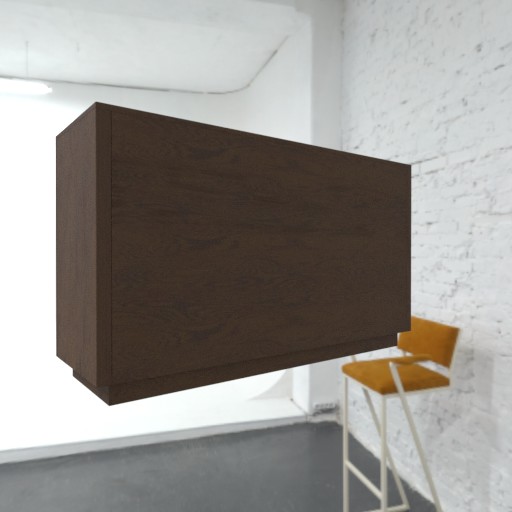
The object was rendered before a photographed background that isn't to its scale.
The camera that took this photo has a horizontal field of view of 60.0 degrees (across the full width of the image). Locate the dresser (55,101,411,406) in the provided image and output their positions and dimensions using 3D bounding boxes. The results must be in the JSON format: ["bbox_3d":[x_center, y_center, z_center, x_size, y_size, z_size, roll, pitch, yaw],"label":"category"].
[{"bbox_3d":[0.000,0.000,1.922,1.523,0.889,0.512,0,1,-37],"label":"dresser"}]
